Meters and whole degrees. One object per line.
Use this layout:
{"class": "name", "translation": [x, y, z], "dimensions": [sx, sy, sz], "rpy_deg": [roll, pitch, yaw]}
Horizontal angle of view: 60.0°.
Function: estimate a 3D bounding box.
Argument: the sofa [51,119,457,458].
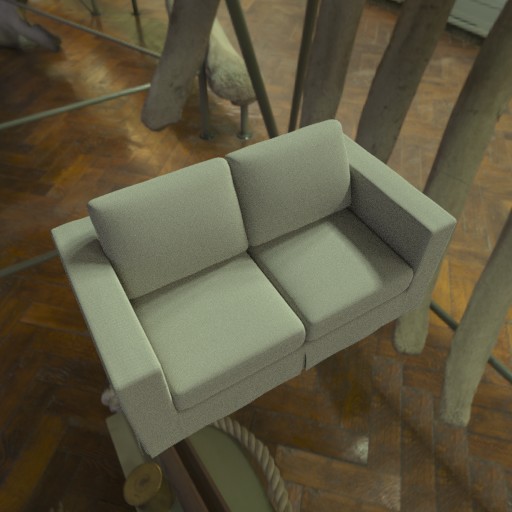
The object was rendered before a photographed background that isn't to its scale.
{"class": "sofa", "translation": [0.000, 0.000, 2.360], "dimensions": [1.813, 0.932, 1.009], "rpy_deg": [-24, 52, -20]}
